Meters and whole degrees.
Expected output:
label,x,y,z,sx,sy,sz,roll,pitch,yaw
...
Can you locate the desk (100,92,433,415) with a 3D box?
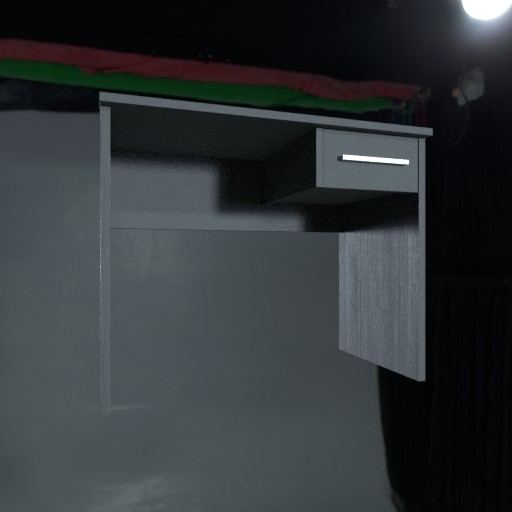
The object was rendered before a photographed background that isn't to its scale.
label,x,y,z,sx,sy,sz,roll,pitch,yaw
desk,0.000,0.000,1.354,0.893,0.724,0.498,0,0,-18
